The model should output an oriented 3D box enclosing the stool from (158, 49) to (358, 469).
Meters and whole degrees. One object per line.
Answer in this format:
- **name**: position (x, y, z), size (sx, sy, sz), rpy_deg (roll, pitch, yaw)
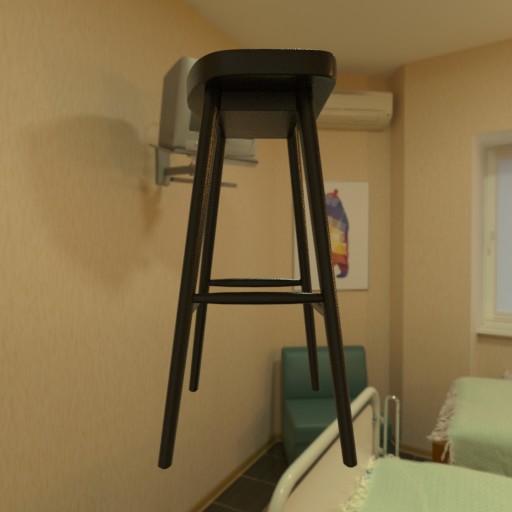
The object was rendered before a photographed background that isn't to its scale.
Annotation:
- **stool**: position (0.000, 0.000, 0.997), size (0.361, 0.749, 0.440), rpy_deg (0, 2, -1)
